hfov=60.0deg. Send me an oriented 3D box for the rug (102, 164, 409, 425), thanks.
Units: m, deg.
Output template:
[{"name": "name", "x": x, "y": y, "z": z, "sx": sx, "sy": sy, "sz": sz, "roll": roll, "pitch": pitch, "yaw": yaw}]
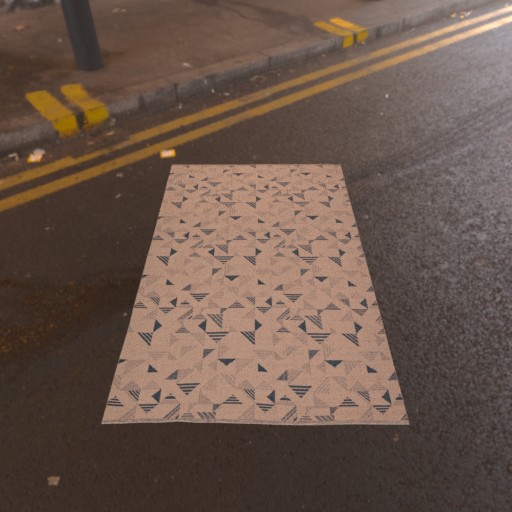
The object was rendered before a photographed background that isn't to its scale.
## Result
[{"name": "rug", "x": 0.000, "y": 0.000, "z": 3.080, "sx": 1.512, "sy": 0.009, "sz": 2.457, "roll": 0, "pitch": 42, "yaw": 0}]
